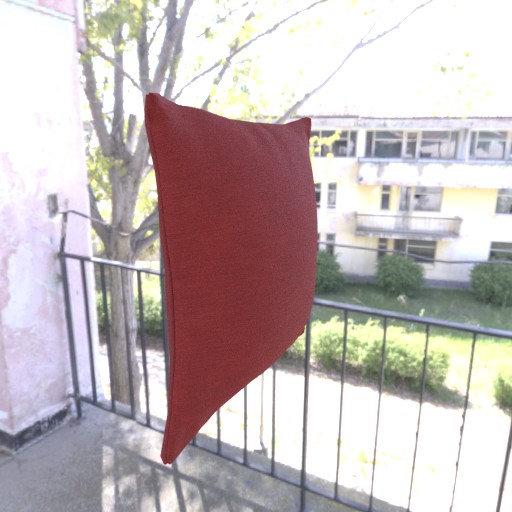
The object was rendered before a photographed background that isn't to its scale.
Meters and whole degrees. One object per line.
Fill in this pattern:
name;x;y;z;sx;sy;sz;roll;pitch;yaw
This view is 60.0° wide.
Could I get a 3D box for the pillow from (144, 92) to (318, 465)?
pillow;0.000;0.000;0.654;0.151;0.416;0.435;7;15;27
